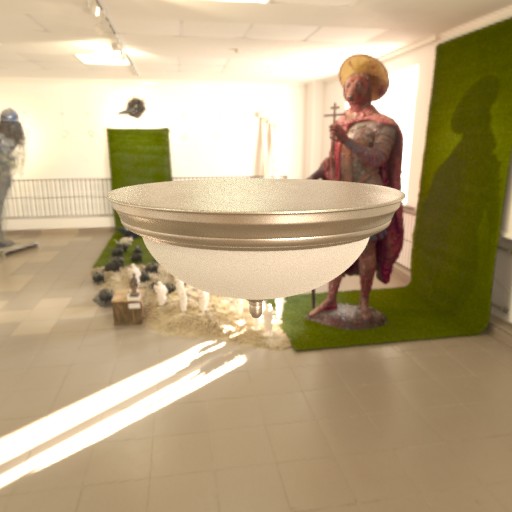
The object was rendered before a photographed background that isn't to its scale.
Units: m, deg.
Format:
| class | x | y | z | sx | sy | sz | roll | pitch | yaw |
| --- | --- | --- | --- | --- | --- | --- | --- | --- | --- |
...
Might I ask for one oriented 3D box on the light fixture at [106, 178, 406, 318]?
| class | x | y | z | sx | sy | sz | roll | pitch | yaw |
| --- | --- | --- | --- | --- | --- | --- | --- | --- | --- |
| light fixture | 0.000 | 0.000 | 0.452 | 0.280 | 0.135 | 0.280 | 0 | 15 | 0 |
